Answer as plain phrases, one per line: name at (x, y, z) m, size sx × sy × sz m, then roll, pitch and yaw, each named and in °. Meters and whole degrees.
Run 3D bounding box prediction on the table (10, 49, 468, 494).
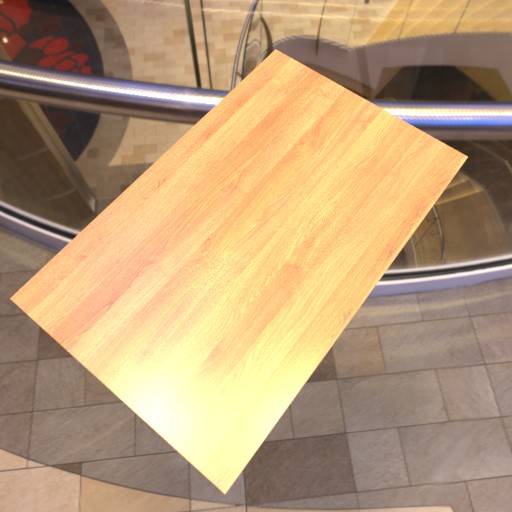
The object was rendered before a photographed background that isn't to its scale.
table at (0.000, 0.000, 1.397) m, size 0.700 × 0.442 × 1.100 m, roll 36°, pitch 71°, yaw 15°
